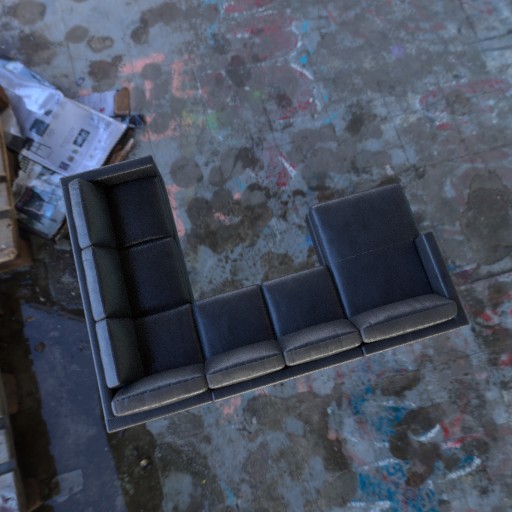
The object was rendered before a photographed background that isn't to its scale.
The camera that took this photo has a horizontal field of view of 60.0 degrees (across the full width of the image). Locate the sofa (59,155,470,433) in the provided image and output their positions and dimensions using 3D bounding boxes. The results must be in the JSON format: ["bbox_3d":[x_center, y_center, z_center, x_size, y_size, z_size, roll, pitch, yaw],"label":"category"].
[{"bbox_3d":[0.000,0.000,4.445,3.324,0.891,2.452,-16,76,-4],"label":"sofa"}]
